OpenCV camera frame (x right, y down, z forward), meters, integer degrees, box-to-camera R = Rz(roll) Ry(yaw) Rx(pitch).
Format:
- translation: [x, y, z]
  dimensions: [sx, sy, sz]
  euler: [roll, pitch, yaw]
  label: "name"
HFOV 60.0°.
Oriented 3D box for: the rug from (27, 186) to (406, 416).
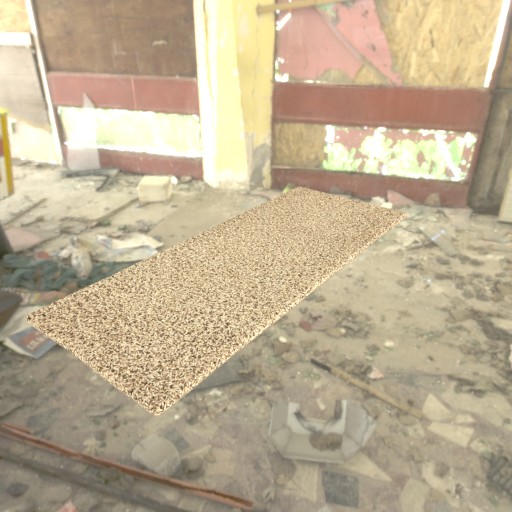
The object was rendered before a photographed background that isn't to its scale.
- translation: [0.000, 0.000, 1.724]
  dimensions: [0.609, 0.030, 1.524]
  euler: [20, 34, 33]
  label: "rug"
